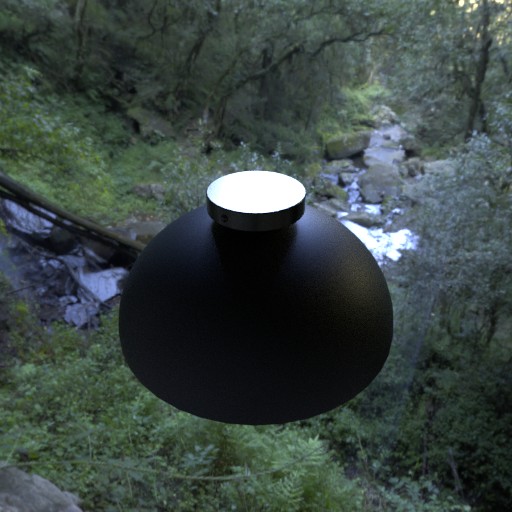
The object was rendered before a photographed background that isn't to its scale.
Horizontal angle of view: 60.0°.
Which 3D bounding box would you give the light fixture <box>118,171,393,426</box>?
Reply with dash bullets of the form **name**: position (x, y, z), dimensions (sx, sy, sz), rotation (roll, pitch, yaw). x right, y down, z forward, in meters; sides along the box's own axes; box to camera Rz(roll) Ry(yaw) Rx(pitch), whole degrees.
- **light fixture**: position (0.000, 0.000, 0.547), dimensions (0.355, 0.177, 0.355), rotation (0, 33, 0)
